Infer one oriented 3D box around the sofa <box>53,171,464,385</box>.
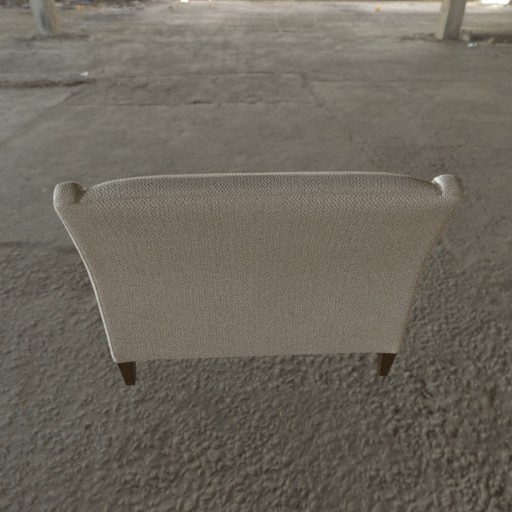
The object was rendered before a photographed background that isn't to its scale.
[{"bbox_3d":[0.000,0.000,1.905,1.242,1.022,0.870,-1,32,-2],"label":"sofa"}]
